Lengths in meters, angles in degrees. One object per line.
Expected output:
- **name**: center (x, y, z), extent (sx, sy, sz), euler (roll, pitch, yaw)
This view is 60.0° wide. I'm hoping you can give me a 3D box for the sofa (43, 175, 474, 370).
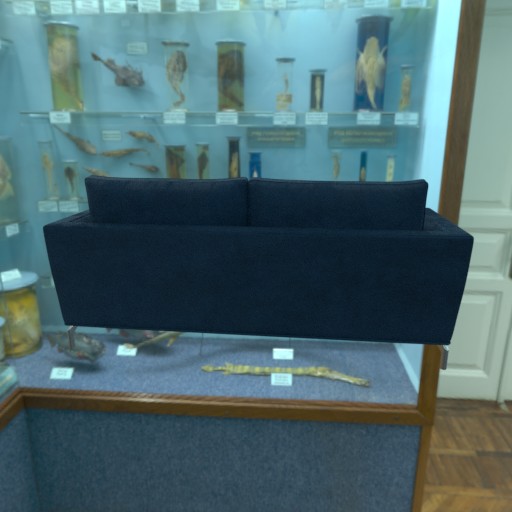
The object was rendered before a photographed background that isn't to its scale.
- **sofa**: center (0.000, 0.000, 2.702), extent (2.212, 0.998, 0.853), euler (2, 16, 6)
